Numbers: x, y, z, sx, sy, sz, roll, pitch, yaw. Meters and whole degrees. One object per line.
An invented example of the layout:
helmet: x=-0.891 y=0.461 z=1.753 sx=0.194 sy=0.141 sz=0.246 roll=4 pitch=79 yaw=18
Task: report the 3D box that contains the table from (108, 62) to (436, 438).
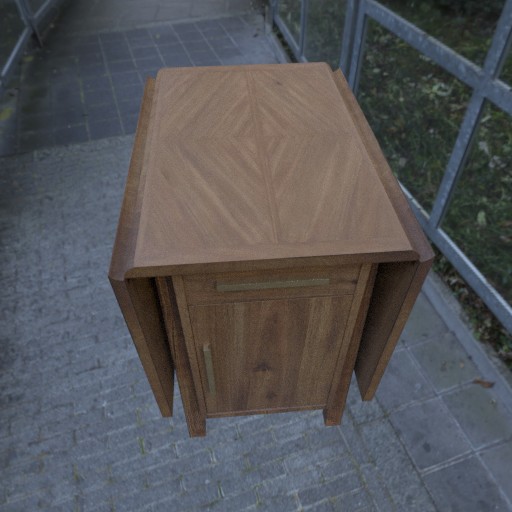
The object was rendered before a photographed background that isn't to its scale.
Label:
table: x=0.000 y=0.000 z=1.612 sx=0.701 sy=0.981 sz=0.967 roll=-3 pitch=46 yaw=-3
